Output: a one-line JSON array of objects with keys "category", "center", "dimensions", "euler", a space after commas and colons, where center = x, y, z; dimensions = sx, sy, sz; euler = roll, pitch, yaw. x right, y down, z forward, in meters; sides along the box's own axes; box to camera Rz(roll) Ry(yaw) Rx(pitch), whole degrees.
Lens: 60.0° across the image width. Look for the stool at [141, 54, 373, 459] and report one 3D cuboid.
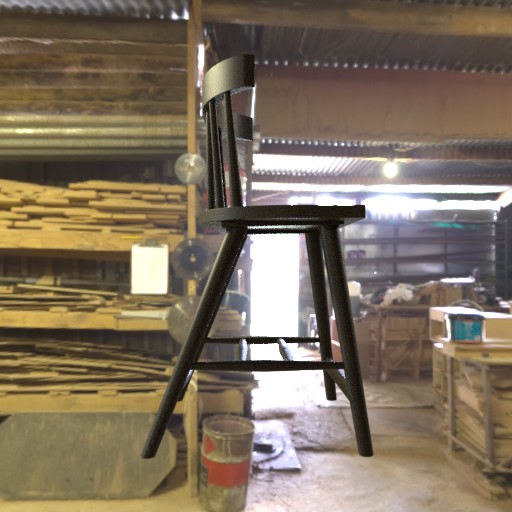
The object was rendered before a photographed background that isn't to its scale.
[{"category": "stool", "center": [0.000, 0.000, 1.275], "dimensions": [0.549, 0.953, 0.494], "euler": [0, -1, -1]}]
